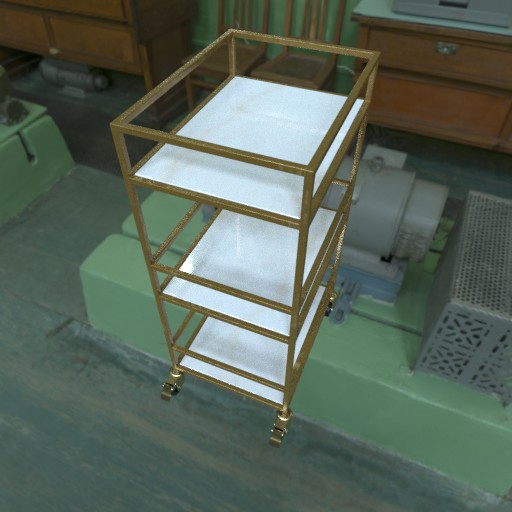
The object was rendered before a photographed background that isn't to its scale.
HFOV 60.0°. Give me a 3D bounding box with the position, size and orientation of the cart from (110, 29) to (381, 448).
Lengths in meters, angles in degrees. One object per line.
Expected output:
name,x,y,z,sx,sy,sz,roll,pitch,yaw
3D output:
cart,0.000,0.000,0.978,0.332,0.761,0.483,17,48,16
